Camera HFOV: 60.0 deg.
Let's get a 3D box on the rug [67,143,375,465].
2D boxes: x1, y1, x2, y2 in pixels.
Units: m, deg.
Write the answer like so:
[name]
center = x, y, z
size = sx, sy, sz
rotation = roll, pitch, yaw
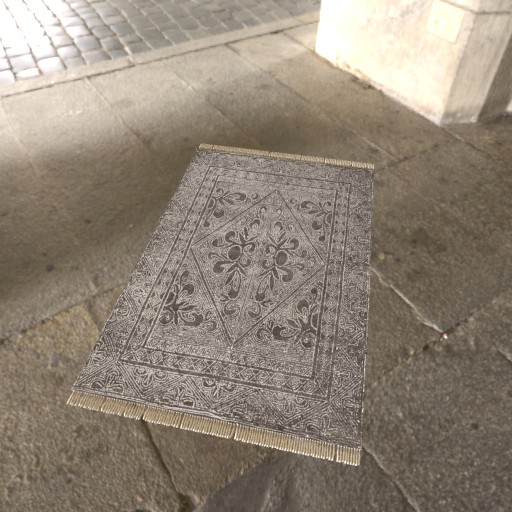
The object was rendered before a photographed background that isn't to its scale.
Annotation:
[rug]
center = 0.000, 0.000, 2.999
size = 1.529, 0.010, 2.440
rotation = 9, 48, 8
